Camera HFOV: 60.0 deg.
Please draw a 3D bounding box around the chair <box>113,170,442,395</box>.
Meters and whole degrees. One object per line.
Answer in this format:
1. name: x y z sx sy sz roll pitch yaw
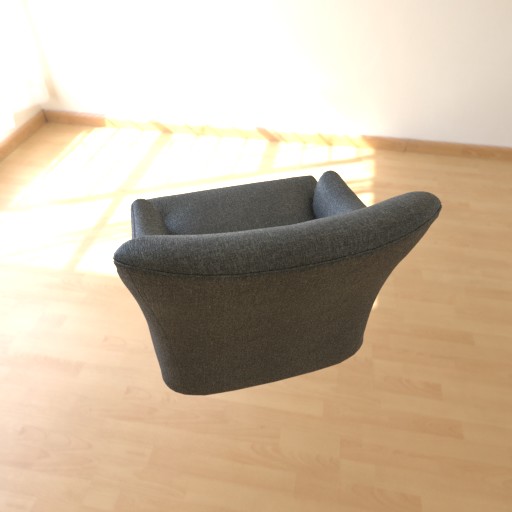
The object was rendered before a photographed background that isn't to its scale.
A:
1. chair: 0.000 0.000 1.577 0.864 0.856 0.923 -10 43 -11
